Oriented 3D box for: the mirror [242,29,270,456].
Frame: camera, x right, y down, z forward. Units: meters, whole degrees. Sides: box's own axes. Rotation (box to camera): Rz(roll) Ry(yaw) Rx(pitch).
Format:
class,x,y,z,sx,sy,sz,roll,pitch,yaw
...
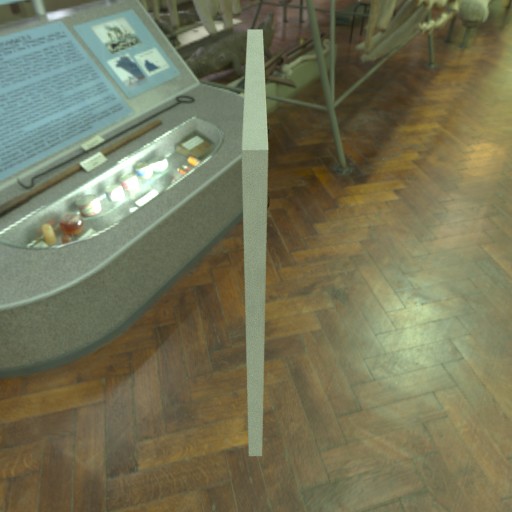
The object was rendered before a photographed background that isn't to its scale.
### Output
class,x,y,z,sx,sy,sz,roll,pitch,yaw
mirror,0.000,0.000,1.137,0.041,0.915,0.609,0,41,0
